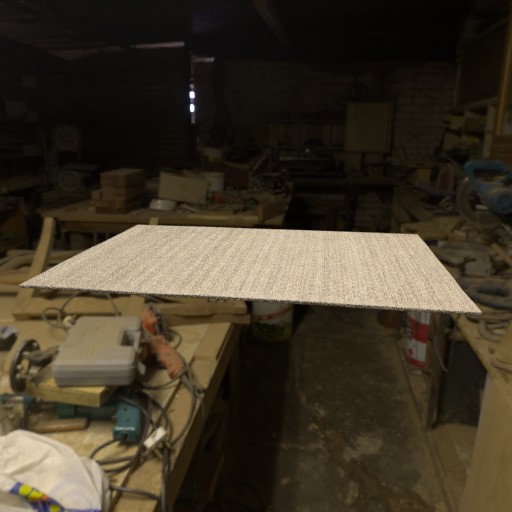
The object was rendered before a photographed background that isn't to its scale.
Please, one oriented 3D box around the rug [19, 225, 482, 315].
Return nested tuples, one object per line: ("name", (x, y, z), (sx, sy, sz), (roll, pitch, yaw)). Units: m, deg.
("rug", (0.000, 0.000, 2.882), (2.297, 0.018, 1.532), (3, 16, 9))
